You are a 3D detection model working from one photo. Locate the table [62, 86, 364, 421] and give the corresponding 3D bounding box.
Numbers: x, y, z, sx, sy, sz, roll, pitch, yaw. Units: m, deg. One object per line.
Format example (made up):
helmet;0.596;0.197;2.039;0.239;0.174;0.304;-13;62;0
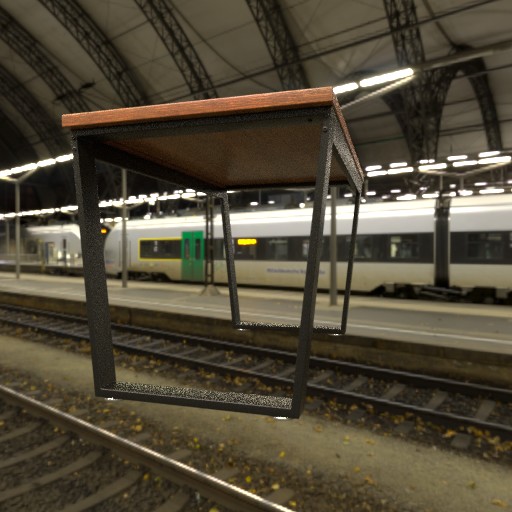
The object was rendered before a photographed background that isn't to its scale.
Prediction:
table;0.000;0.000;1.654;0.714;0.760;1.205;0;1;17
